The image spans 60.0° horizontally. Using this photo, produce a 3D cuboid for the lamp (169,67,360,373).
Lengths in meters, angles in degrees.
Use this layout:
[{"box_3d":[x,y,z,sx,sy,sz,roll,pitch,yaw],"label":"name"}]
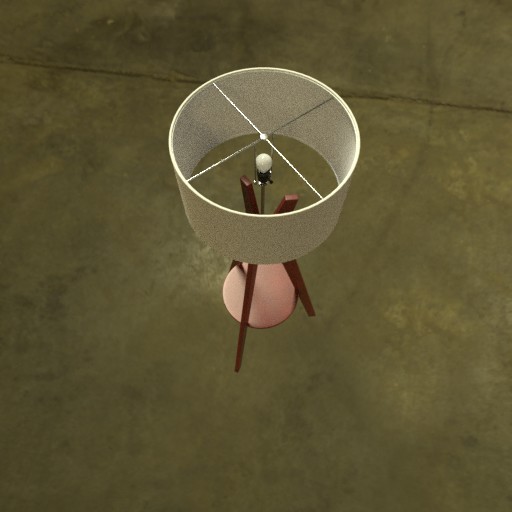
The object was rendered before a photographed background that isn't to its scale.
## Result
[{"box_3d":[0.000,0.000,1.769,0.539,1.472,0.542,-33,68,-15],"label":"lamp"}]
